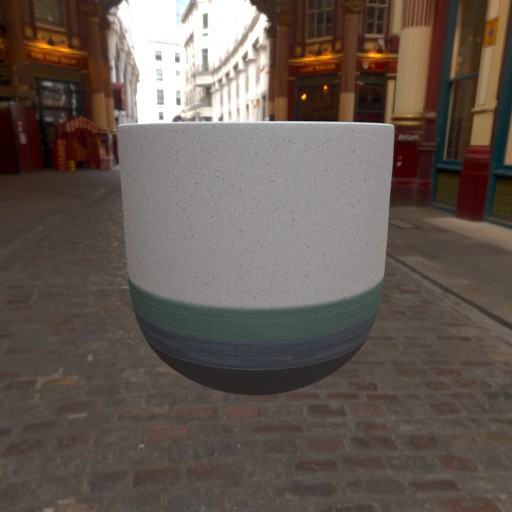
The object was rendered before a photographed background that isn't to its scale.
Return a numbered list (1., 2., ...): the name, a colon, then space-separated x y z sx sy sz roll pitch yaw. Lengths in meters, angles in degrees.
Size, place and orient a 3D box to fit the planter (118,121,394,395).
1. planter: 0.000 0.000 0.479 0.268 0.270 0.268 0 15 0
